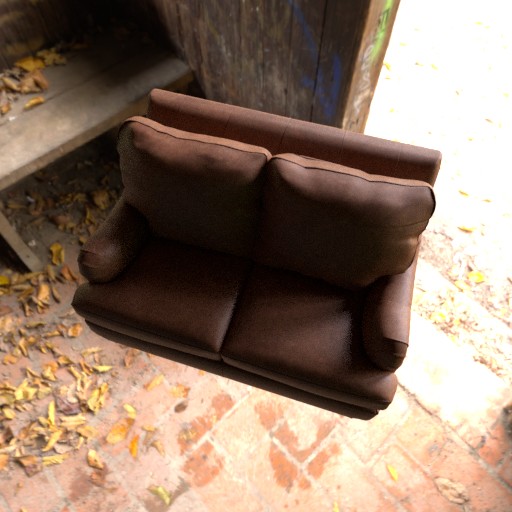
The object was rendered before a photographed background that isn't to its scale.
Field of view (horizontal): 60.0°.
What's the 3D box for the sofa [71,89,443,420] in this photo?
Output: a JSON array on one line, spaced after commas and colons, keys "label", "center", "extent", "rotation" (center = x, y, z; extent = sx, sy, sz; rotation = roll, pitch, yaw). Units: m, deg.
[{"label": "sofa", "center": [0.000, 0.000, 2.176], "extent": [1.527, 1.004, 1.077], "rotation": [15, 60, 9]}]
